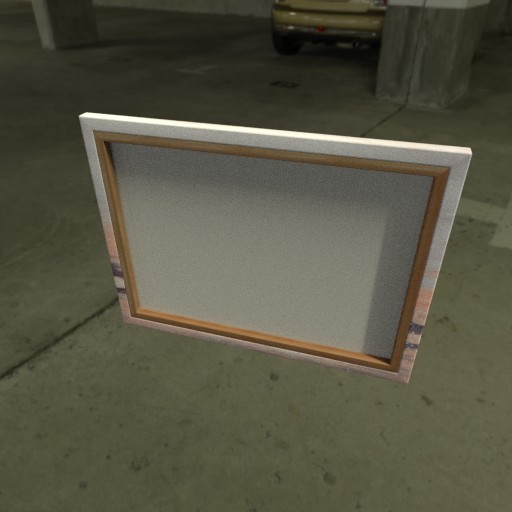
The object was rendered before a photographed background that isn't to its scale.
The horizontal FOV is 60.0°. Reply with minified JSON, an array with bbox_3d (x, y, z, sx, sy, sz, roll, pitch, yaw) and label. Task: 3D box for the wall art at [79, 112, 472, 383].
[{"bbox_3d":[0.000,0.000,1.330,1.015,0.763,0.038,9,35,14],"label":"wall art"}]
